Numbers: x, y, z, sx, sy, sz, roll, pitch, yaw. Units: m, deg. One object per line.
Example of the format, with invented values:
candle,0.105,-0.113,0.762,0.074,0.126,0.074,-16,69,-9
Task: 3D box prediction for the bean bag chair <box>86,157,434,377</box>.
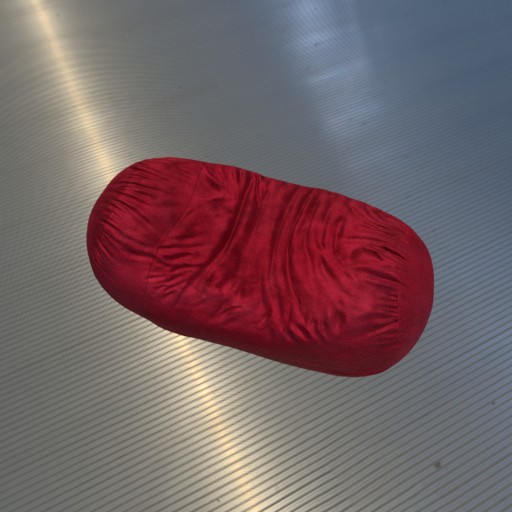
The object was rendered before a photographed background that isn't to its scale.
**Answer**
bean bag chair,0.000,0.000,2.946,2.293,0.867,1.216,16,60,9
